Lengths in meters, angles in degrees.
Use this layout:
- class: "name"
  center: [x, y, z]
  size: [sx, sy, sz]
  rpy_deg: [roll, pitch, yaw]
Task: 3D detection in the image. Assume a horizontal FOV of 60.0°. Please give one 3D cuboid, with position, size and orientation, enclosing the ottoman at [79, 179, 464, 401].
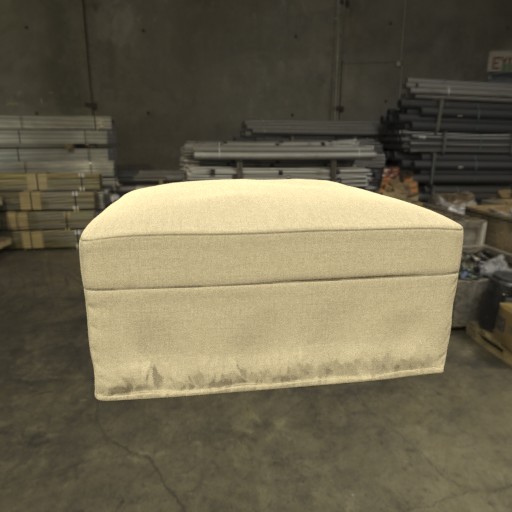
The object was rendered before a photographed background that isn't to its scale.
- class: "ottoman"
  center: [0.000, 0.000, 1.347]
  size: [0.843, 0.436, 0.840]
  rpy_deg: [-2, 15, -8]
